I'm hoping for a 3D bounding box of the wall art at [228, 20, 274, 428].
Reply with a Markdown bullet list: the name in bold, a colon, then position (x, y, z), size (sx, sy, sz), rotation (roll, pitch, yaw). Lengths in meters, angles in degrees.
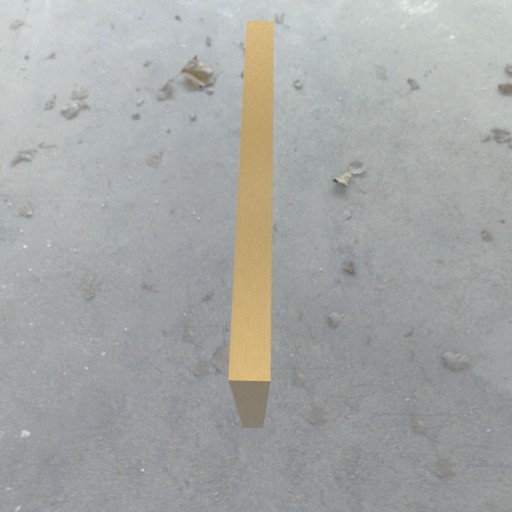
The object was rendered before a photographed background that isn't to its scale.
- **wall art**: position (0.000, 0.000, 0.758), size (0.040, 0.509, 0.509), rotation (1, 64, 1)
